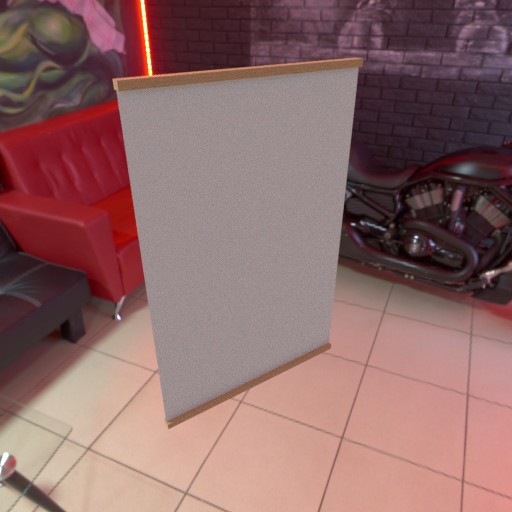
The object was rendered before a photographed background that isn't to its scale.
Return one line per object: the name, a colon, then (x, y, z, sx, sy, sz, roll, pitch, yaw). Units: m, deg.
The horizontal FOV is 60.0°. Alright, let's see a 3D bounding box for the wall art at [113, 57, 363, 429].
wall art: (0.000, 0.000, 1.913, 0.991, 1.510, 0.040, -18, 35, -28)
